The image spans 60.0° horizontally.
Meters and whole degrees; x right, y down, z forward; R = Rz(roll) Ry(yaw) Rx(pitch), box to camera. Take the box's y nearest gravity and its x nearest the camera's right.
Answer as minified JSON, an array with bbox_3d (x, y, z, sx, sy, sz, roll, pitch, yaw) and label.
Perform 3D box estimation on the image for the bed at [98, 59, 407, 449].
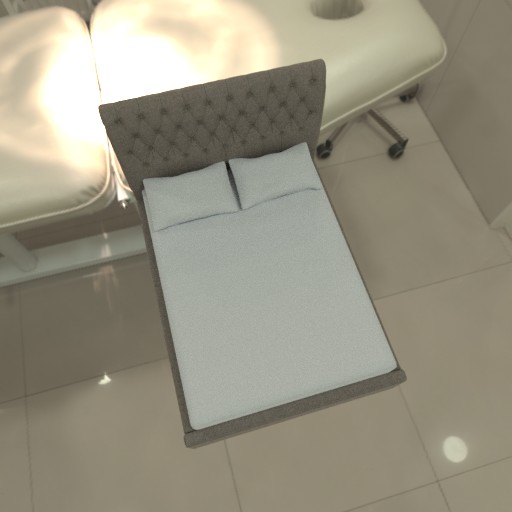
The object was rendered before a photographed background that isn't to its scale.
[{"bbox_3d":[0.000,0.000,3.302,1.645,1.371,2.252,-14,66,-7],"label":"bed"}]
